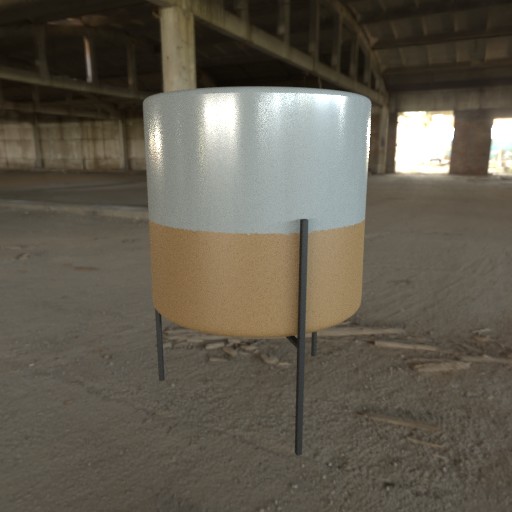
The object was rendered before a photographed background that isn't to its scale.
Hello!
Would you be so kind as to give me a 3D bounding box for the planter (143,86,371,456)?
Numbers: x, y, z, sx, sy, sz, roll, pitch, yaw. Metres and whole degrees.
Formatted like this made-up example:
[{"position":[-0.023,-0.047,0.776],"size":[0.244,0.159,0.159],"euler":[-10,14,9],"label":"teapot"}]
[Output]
[{"position":[0.000,0.000,0.653],"size":[0.310,0.432,0.310],"euler":[7,15,26],"label":"planter"}]
